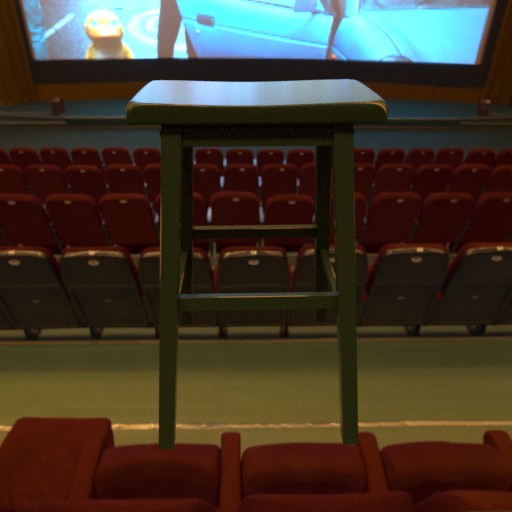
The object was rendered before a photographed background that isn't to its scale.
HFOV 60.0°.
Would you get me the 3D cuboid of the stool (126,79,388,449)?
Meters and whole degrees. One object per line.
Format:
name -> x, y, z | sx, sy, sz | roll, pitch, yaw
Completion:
stool -> 0.000, 0.000, 1.033 | 0.457, 0.737, 0.476 | -1, 31, -1
